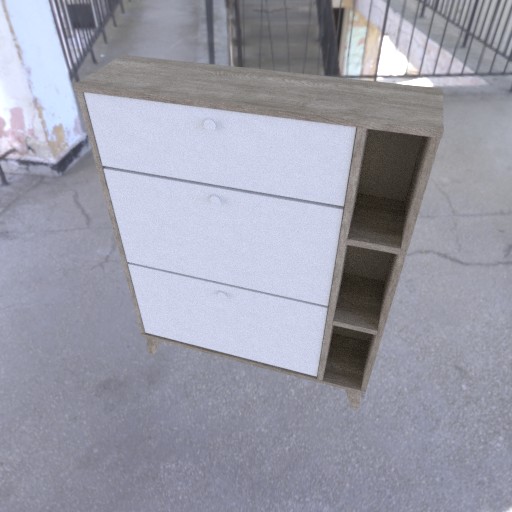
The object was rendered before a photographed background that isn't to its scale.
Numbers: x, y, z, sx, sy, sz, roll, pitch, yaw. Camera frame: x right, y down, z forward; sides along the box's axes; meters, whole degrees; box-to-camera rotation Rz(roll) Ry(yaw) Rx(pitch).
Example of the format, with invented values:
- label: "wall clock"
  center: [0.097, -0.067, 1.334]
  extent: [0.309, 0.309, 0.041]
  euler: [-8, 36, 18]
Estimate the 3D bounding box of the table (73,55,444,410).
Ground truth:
- label: "table"
  center: [0.000, 0.000, 1.494]
  extent: [0.902, 1.135, 0.256]
  euler: [11, 42, 13]
